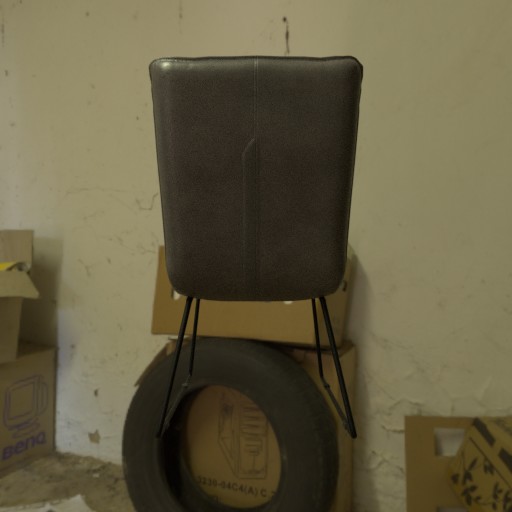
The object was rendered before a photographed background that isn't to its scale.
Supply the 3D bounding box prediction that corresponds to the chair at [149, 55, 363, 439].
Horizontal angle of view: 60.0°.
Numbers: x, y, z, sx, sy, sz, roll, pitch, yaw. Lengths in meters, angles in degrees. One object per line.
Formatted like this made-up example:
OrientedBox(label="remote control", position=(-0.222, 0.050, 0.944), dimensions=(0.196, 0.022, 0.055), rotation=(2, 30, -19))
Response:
OrientedBox(label="chair", position=(0.000, 0.000, 1.338), dimensions=(0.515, 0.932, 0.688), rotation=(0, 0, 0))
